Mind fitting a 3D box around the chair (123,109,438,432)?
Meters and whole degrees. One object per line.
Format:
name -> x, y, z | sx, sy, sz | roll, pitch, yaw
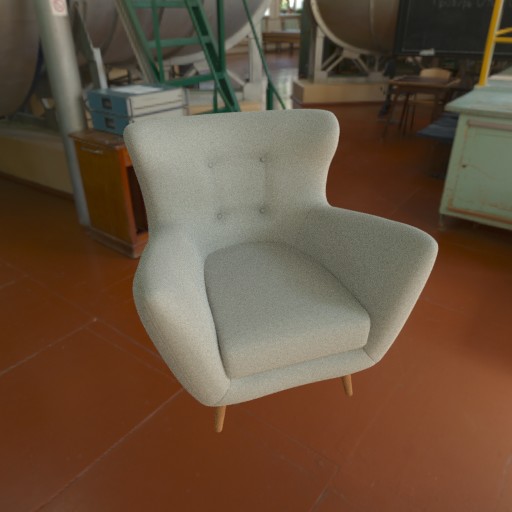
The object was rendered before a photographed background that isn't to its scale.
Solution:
chair -> 0.000, 0.000, 1.607 | 0.890, 0.889, 0.889 | -9, 31, -16
